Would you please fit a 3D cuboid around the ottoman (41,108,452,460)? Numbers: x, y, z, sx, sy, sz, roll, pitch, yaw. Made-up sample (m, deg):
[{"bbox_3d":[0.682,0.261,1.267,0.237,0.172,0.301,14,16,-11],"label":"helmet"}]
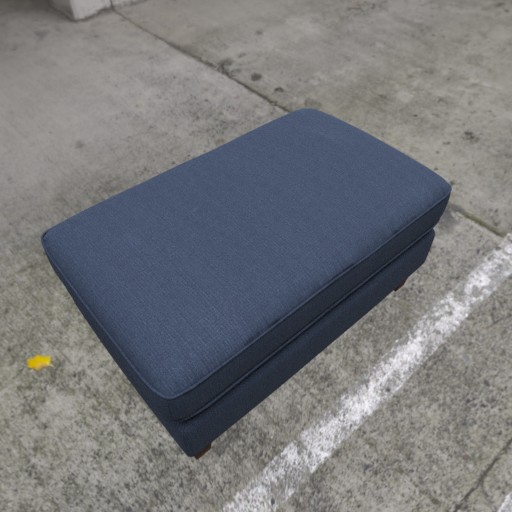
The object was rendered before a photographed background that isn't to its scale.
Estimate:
[{"bbox_3d":[0.000,0.000,1.185,0.885,0.438,0.570,-33,55,-26],"label":"ottoman"}]
